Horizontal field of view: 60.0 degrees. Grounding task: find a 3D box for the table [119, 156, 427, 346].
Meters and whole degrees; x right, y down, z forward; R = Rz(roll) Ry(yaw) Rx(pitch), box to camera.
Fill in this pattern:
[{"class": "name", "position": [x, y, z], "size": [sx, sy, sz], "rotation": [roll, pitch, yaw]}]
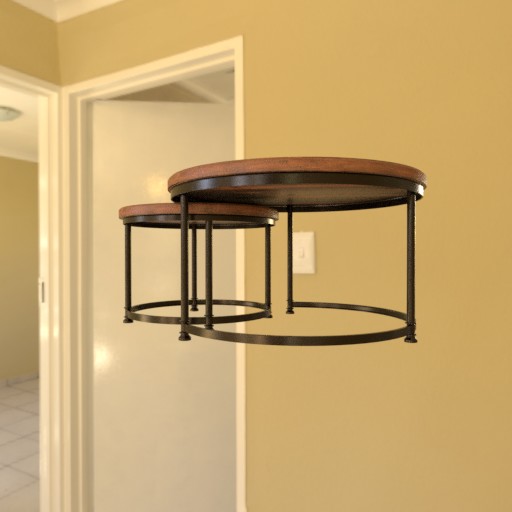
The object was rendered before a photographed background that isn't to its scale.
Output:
[{"class": "table", "position": [0.000, 0.000, 1.605], "size": [1.152, 0.516, 0.870], "rotation": [0, 1, 19]}]
